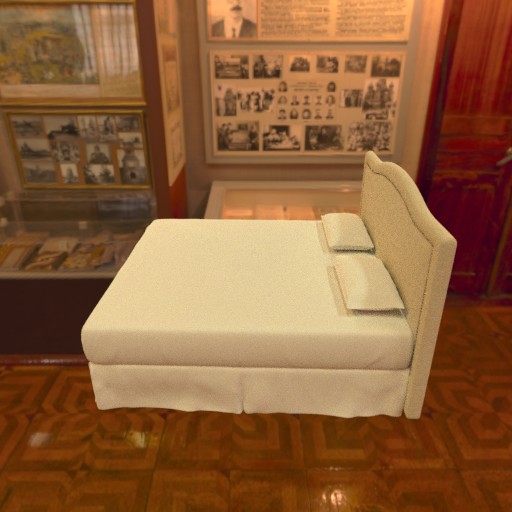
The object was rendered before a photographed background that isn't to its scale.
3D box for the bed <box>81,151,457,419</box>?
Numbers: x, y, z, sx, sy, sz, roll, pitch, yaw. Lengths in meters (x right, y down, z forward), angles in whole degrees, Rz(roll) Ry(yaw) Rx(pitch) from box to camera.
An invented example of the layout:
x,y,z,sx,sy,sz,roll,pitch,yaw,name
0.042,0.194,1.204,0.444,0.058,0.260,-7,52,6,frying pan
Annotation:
x,y,z,sx,sy,sz,roll,pitch,yaw,name
0.000,0.000,3.526,2.182,1.421,2.083,1,26,2,bed
